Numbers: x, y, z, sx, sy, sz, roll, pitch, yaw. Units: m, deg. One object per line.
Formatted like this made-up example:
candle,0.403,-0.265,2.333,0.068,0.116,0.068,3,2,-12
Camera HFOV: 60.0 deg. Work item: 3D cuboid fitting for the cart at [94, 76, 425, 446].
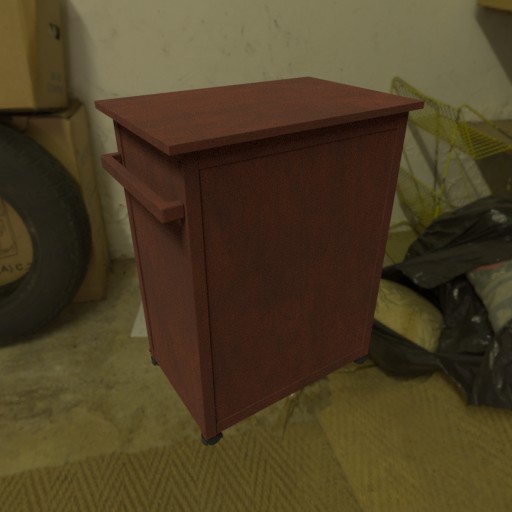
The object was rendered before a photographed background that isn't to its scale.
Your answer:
cart,0.000,0.000,1.285,0.683,0.864,0.442,-18,35,-28
